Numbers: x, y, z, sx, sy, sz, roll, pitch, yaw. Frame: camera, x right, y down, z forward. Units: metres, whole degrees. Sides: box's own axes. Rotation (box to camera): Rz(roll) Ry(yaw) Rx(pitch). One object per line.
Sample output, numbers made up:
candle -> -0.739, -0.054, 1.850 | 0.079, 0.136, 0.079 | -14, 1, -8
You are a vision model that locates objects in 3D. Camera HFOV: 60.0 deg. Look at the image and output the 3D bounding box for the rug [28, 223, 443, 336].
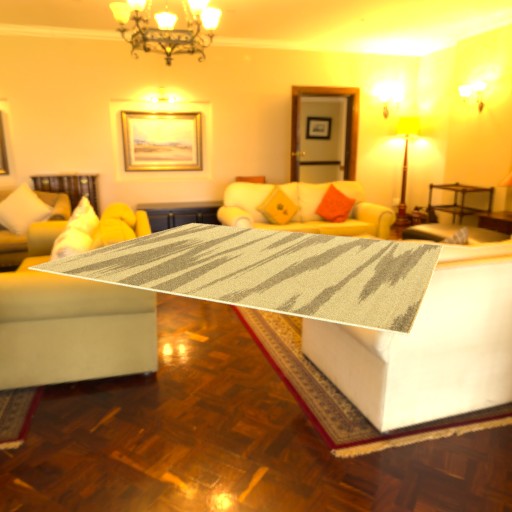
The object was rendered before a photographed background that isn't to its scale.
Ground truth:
rug -> 0.000, 0.000, 3.955 | 2.945, 0.014, 2.353 | 7, 16, 25
